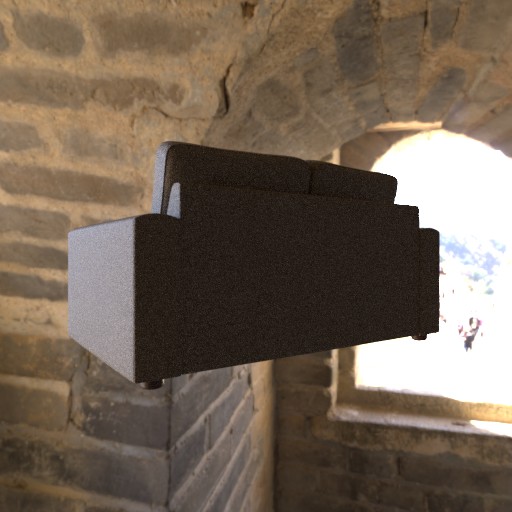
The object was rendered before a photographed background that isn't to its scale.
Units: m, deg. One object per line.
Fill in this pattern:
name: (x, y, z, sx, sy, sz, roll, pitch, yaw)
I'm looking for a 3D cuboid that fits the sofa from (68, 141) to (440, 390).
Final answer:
sofa: (0.000, 0.000, 2.247, 1.616, 0.873, 1.016, 0, 0, -34)
